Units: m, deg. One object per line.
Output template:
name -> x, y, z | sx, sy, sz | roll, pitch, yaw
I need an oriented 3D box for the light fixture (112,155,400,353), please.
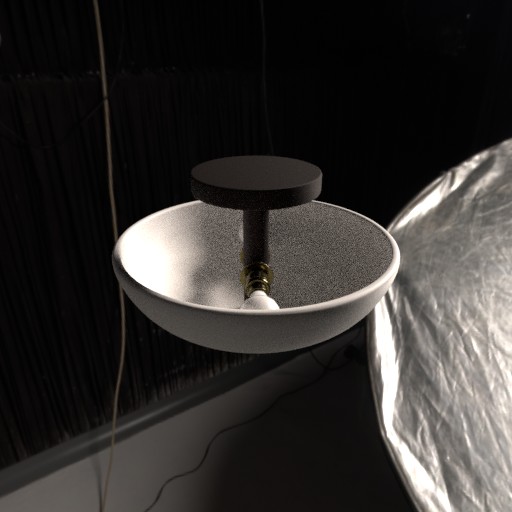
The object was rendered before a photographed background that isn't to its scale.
light fixture -> 0.000, 0.000, 0.539 | 0.331, 0.212, 0.331 | 0, 26, 0
